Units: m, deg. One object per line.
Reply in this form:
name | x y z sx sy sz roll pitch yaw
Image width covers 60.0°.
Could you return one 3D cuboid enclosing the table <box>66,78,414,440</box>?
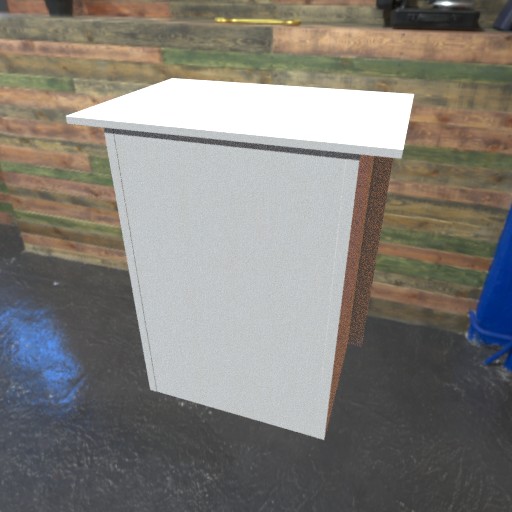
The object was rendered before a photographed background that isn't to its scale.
table | 0.000 0.000 1.070 0.589 0.711 0.406 10 33 16
